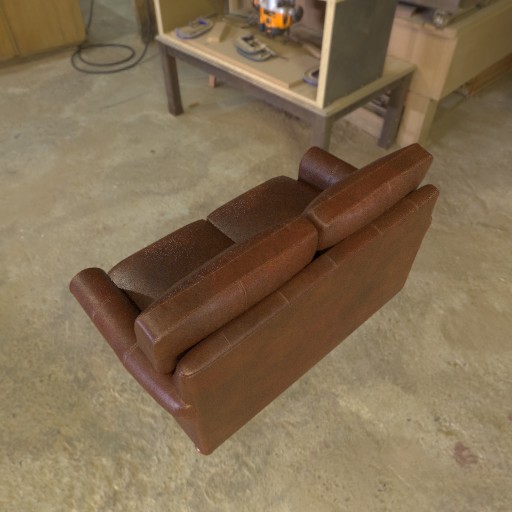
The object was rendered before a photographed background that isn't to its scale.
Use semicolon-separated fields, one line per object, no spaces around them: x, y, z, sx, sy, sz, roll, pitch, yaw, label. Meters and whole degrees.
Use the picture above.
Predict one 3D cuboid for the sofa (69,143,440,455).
0.000;0.000;2.196;1.616;0.976;0.990;-33;55;-27;sofa
